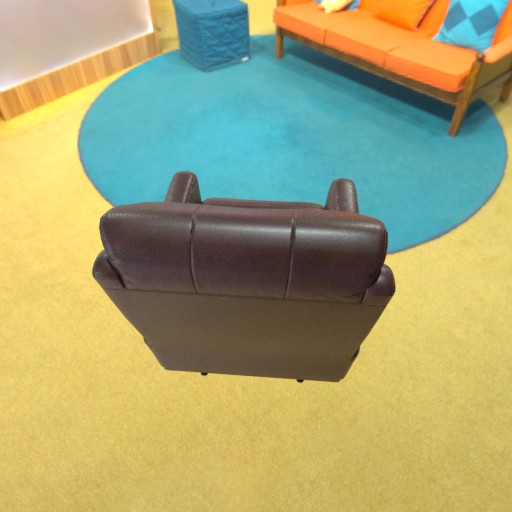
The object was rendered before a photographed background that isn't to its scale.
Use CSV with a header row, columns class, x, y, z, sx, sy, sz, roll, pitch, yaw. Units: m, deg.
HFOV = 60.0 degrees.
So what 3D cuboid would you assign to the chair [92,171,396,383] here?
class,x,y,z,sx,sy,sz,roll,pitch,yaw
chair,0.000,0.000,1.636,0.787,1.016,0.939,3,47,3
